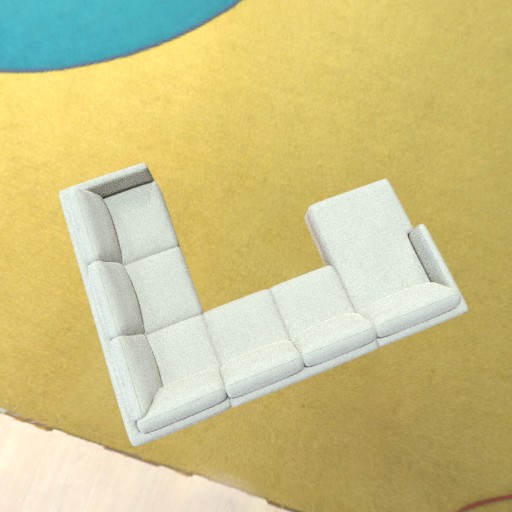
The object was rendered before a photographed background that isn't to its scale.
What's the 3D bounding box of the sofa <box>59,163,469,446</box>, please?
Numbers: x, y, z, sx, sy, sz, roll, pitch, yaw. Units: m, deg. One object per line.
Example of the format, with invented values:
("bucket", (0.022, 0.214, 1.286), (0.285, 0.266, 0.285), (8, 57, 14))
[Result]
("sofa", (0.000, 0.000, 4.450), (3.238, 0.853, 2.551), (-20, 75, -6))
